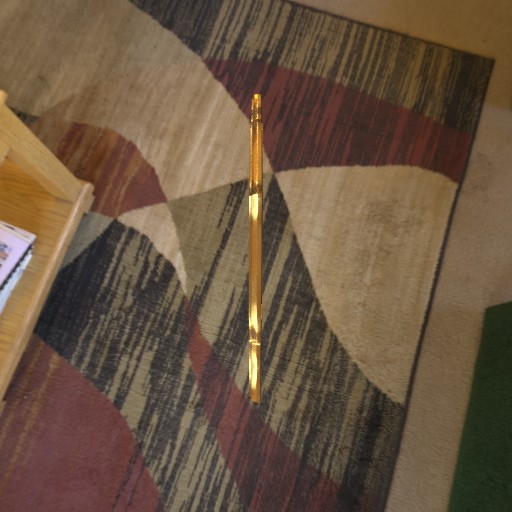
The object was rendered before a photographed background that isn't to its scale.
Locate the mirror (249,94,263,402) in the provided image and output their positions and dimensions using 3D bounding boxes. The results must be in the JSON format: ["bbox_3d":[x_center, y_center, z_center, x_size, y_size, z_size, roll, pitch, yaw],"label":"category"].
[{"bbox_3d":[0.000,0.000,0.847,0.018,0.635,0.513,0,76,0],"label":"mirror"}]
